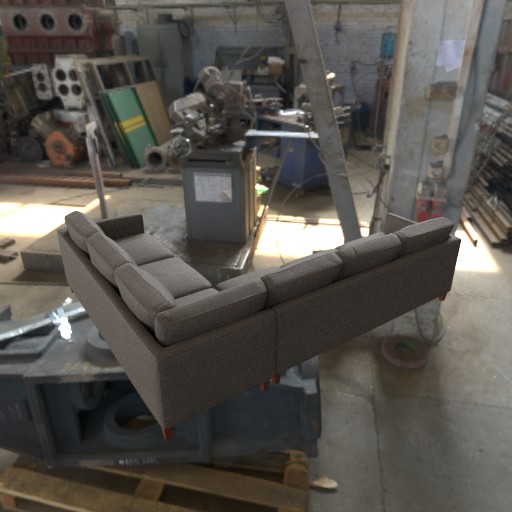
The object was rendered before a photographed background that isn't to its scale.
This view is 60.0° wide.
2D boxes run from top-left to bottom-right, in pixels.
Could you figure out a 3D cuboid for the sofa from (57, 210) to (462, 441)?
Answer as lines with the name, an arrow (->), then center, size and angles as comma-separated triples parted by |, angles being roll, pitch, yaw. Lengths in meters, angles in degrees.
sofa -> 0.000, 0.000, 4.590 | 3.302, 0.947, 2.593 | -17, 31, -31
